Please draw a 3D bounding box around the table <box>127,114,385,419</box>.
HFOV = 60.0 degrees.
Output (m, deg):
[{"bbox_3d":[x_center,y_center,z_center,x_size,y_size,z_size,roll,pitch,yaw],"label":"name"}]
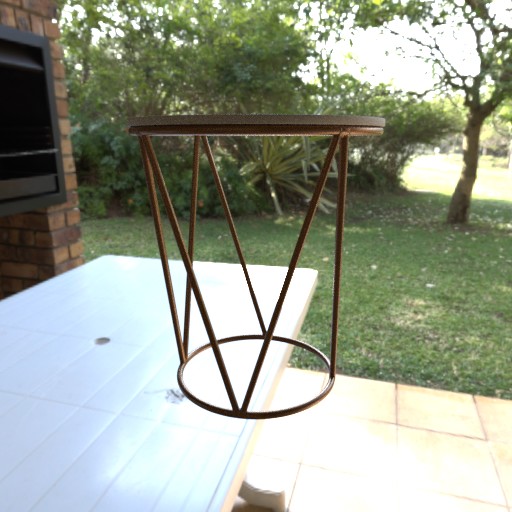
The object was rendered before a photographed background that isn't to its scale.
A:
[{"bbox_3d":[0.000,0.000,0.962,0.500,0.564,0.500,0,15,0],"label":"table"}]
